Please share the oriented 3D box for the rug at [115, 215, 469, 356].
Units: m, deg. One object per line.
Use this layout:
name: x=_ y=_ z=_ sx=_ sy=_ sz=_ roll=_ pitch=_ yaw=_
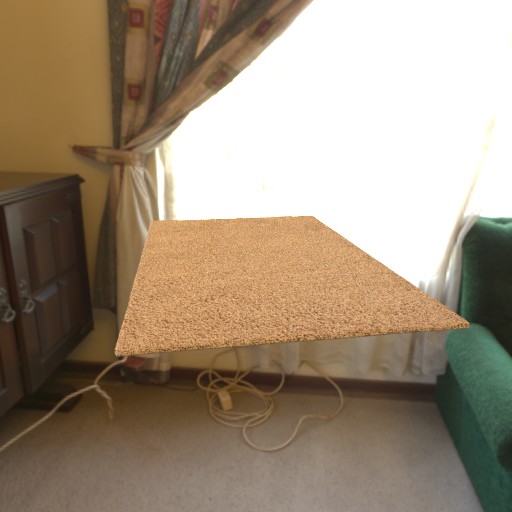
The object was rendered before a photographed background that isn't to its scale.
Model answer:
rug: x=0.000 y=0.000 z=2.990 sx=1.524 sy=0.030 sz=2.438 roll=-3 pitch=17 yaw=-9
